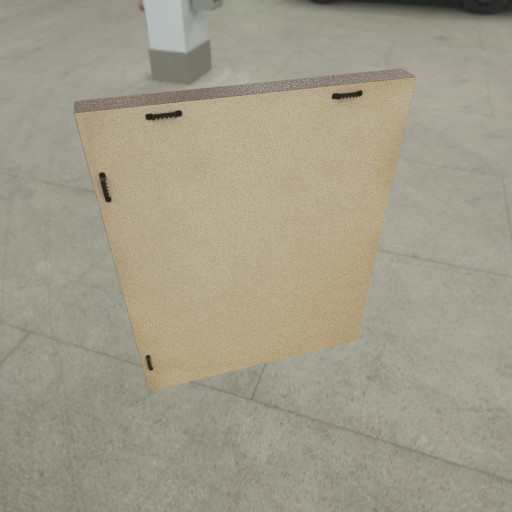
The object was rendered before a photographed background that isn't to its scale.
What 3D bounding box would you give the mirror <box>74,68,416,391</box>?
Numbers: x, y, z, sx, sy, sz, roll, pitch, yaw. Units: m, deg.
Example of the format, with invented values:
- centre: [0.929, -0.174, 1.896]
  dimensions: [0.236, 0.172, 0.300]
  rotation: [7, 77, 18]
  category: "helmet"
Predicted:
- centre: [0.000, 0.000, 0.681]
  dimensions: [0.406, 0.509, 0.041]
  rotation: [-11, 41, -12]
  category: "mirror"
